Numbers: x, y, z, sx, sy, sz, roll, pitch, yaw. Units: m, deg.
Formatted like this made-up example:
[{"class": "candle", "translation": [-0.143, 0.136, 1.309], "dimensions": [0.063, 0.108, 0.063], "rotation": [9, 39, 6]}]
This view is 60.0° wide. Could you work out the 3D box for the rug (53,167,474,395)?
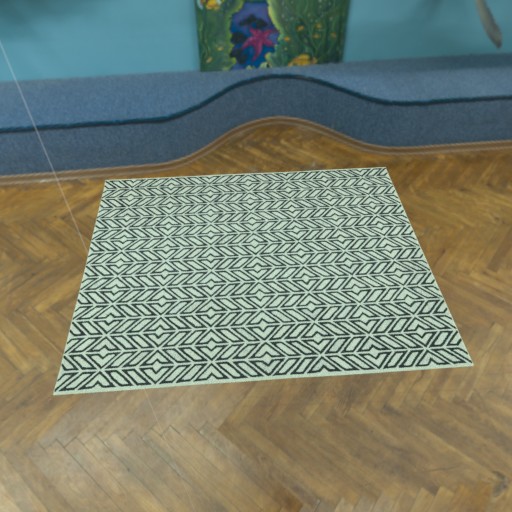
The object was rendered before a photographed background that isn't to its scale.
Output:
[{"class": "rug", "translation": [0.000, 0.000, 4.002], "dimensions": [3.045, 0.008, 2.421], "rotation": [-3, 48, -3]}]
